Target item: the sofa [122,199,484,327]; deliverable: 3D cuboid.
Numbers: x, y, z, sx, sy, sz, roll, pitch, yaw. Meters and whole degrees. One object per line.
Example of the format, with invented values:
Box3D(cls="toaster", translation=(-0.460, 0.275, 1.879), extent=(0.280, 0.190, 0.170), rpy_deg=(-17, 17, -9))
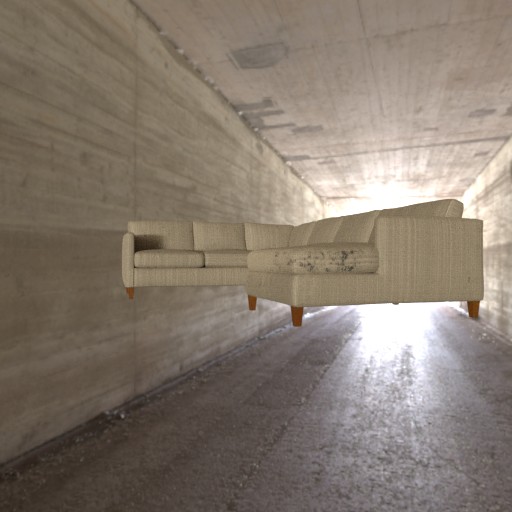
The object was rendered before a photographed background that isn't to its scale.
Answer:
Box3D(cls="sofa", translation=(0.000, 0.000, 4.593), extent=(2.594, 0.961, 3.460), rpy_deg=(0, -1, -18))
